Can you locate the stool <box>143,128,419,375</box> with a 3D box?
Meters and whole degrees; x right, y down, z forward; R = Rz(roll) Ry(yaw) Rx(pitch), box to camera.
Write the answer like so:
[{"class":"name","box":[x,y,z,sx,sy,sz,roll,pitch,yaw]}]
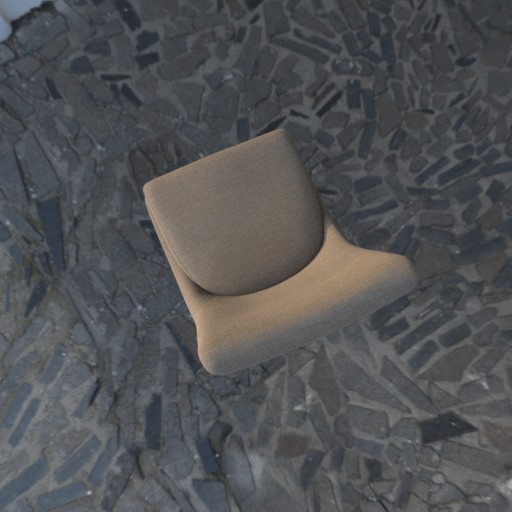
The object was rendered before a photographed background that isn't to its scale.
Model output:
[{"class":"stool","box":[0.000,0.000,1.287,0.470,0.981,0.577,-23,77,-6]}]
